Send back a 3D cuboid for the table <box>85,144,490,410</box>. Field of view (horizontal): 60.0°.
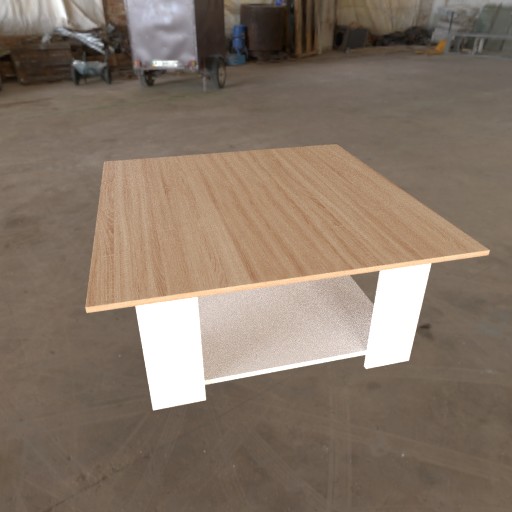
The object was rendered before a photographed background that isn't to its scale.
[{"bbox_3d":[0.000,0.000,1.056,0.670,0.305,0.670,-7,31,-12],"label":"table"}]
